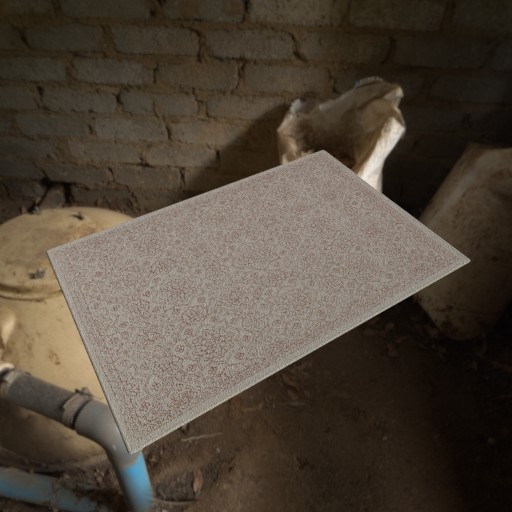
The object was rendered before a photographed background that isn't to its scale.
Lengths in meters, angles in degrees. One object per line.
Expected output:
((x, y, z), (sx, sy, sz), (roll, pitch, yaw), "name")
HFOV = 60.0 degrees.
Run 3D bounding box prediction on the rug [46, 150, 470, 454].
((0.000, 0.000, 2.288), (1.829, 0.010, 1.219), (-24, 50, -22), "rug")
